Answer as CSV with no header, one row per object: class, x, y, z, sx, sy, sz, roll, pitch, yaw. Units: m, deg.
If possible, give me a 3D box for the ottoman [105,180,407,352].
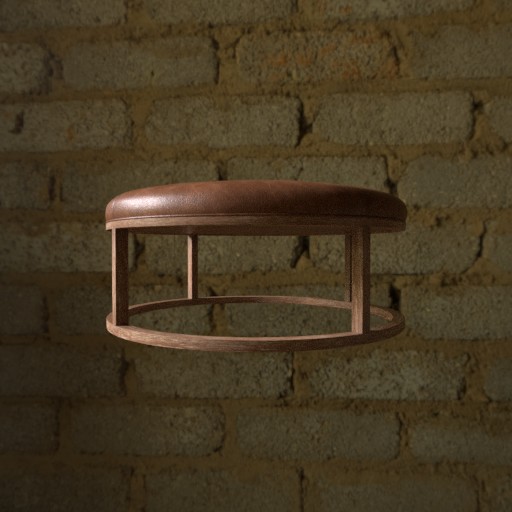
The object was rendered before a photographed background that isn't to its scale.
ottoman,0.000,0.000,1.557,1.006,0.445,1.006,0,1,0
